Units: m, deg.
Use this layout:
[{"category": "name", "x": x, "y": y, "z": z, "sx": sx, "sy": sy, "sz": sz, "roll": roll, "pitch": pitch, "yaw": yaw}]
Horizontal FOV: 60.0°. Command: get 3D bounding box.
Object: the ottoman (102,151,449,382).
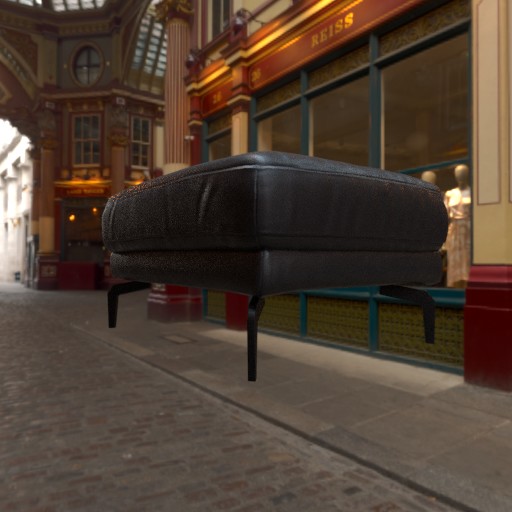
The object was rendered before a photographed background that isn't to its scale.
[{"category": "ottoman", "x": 0.000, "y": 0.000, "z": 1.129, "sx": 0.570, "sy": 0.402, "sz": 0.764, "roll": 0, "pitch": 0, "yaw": -37}]
